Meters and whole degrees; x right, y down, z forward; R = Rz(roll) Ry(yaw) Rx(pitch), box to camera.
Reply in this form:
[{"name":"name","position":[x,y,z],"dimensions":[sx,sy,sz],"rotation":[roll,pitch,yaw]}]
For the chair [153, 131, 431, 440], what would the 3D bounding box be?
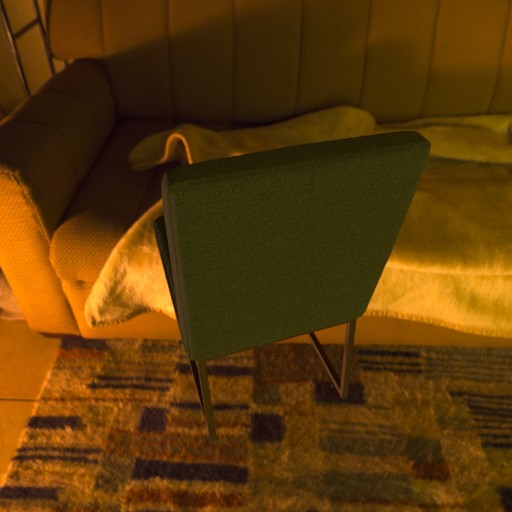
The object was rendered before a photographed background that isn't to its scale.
[{"name":"chair","position":[0.000,0.000,1.282],"dimensions":[0.520,0.930,0.634],"rotation":[-12,42,-14]}]
